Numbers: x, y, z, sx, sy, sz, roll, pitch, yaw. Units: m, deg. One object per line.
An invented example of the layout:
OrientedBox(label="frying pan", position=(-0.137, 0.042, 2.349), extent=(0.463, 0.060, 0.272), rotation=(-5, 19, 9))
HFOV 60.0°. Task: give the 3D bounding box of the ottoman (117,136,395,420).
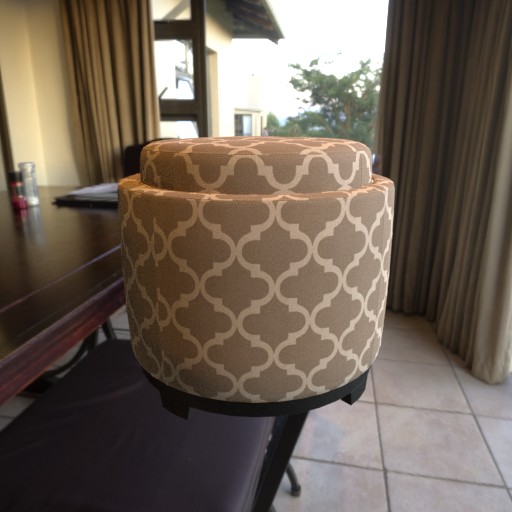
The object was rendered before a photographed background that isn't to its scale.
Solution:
OrientedBox(label="ottoman", position=(0.000, 0.000, 0.828), extent=(0.480, 0.429, 0.480), rotation=(0, 17, 0))
